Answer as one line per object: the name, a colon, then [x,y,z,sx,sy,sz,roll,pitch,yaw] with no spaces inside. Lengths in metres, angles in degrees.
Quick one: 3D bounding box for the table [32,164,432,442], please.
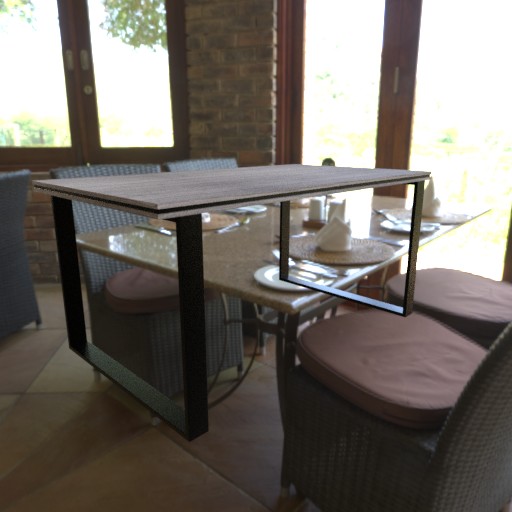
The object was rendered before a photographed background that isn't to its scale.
table: [0.000,0.000,2.051,1.579,0.736,0.881,-14,21,-43]
